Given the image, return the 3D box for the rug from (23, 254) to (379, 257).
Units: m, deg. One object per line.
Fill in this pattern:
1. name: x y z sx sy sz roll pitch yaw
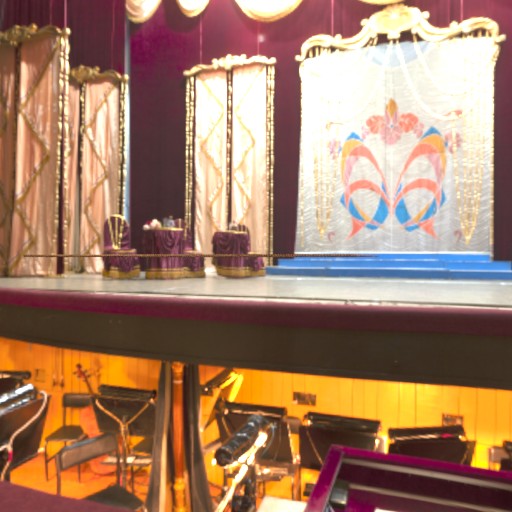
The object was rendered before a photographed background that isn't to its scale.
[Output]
1. rug: 0.000 0.000 3.008 1.533 0.011 2.439 0 0 17
